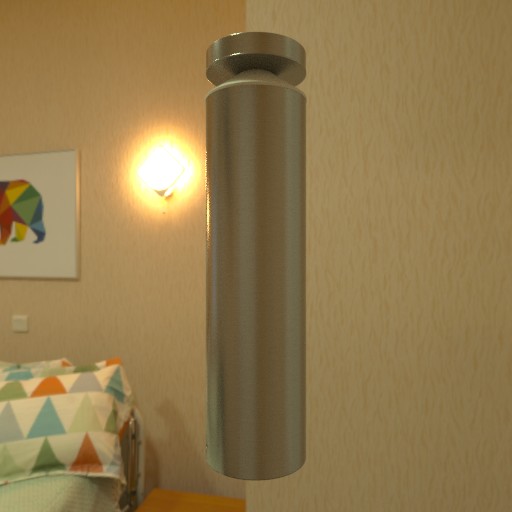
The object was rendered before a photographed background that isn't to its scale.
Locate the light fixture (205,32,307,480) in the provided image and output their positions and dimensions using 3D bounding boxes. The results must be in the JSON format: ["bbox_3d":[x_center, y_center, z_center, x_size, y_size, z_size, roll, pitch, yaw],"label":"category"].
[{"bbox_3d":[0.000,0.000,0.445,0.102,0.400,0.102,0,0,-17],"label":"light fixture"}]
